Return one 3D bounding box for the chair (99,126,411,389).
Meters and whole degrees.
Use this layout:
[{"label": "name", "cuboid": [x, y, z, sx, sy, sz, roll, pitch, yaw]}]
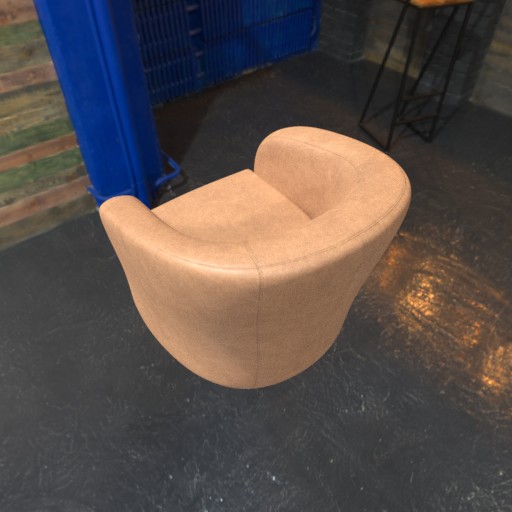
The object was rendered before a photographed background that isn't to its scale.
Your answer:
[{"label": "chair", "cuboid": [0.000, 0.000, 1.479, 0.791, 0.771, 0.815, -29, 52, -25]}]
